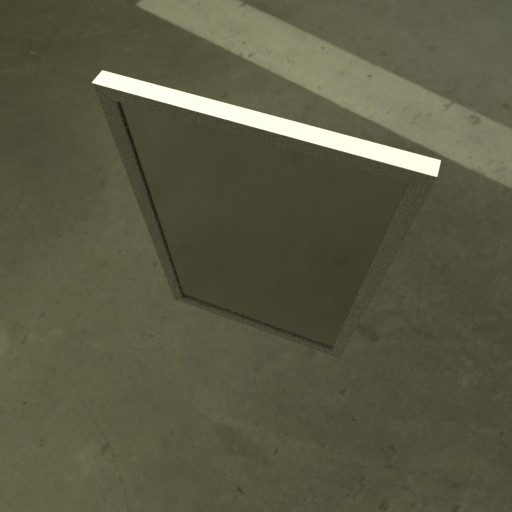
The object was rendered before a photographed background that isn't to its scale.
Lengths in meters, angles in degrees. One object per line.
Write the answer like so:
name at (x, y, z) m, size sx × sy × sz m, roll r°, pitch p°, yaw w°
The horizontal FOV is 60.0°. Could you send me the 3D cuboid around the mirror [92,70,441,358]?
mirror at (0.000, 0.000, 1.137) m, size 0.609 × 0.914 × 0.041 m, roll 18°, pitch 61°, yaw 10°
